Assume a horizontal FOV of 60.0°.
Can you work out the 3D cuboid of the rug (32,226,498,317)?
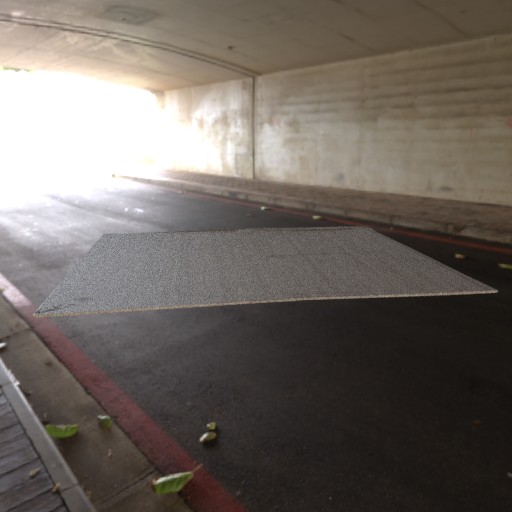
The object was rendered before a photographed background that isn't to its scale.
[{"bbox_3d":[0.000,0.000,4.901,3.778,0.053,2.873,-2,15,-8],"label":"rug"}]
